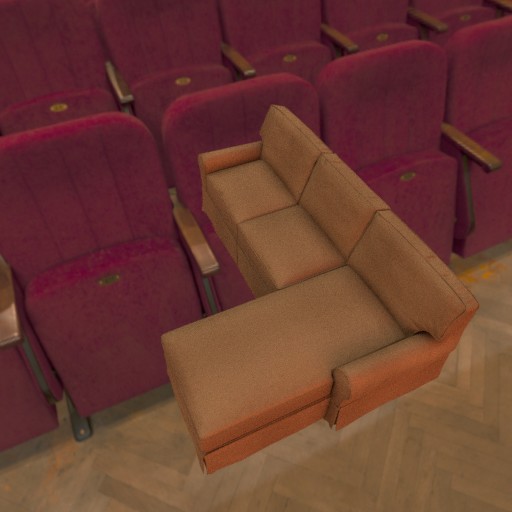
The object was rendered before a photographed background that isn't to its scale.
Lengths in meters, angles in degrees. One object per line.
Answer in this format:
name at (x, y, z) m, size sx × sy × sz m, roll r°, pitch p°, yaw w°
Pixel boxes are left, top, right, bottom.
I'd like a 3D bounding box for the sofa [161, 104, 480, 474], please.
sofa at (0.000, 0.000, 3.254) m, size 1.733 × 0.978 × 2.475 m, roll -19°, pitch 50°, yaw -17°
